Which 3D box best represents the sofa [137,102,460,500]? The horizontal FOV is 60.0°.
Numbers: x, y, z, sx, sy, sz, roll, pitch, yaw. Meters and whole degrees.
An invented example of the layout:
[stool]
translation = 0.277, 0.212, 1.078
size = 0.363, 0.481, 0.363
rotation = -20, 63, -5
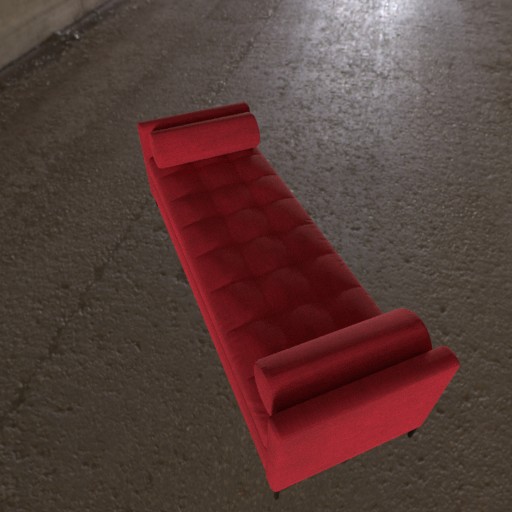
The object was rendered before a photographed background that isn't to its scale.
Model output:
[sofa]
translation = 0.000, 0.000, 2.240
size = 0.686, 0.635, 1.981
rotation = -17, 48, -15
